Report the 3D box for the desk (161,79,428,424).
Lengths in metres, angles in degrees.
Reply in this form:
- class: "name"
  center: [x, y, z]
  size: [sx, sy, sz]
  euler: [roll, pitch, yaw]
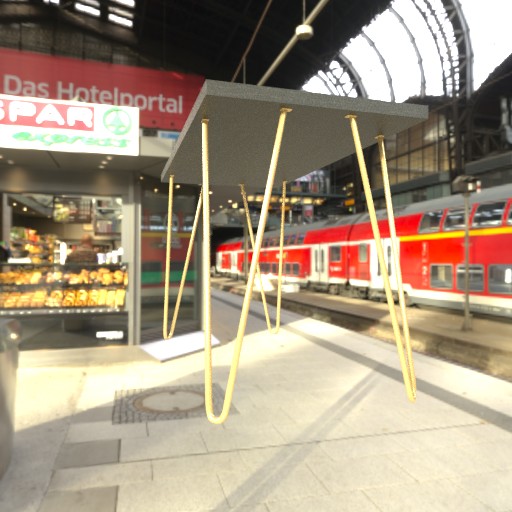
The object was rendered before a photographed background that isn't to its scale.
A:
- class: "desk"
  center: [0.000, 0.000, 1.383]
  size: [0.499, 0.660, 0.991]
  euler: [0, 0, -17]
